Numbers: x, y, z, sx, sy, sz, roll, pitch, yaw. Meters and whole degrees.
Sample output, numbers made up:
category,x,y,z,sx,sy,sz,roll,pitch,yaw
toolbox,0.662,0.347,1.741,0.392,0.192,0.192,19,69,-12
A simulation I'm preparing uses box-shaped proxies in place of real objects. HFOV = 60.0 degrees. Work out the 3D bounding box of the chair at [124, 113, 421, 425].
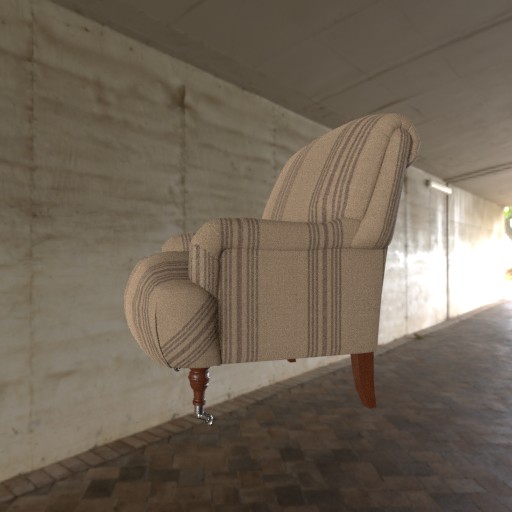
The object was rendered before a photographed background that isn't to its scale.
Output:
category,x,y,z,sx,sy,sz,roll,pitch,yaw
chair,0.000,0.000,1.604,0.914,0.940,0.813,0,0,-18
